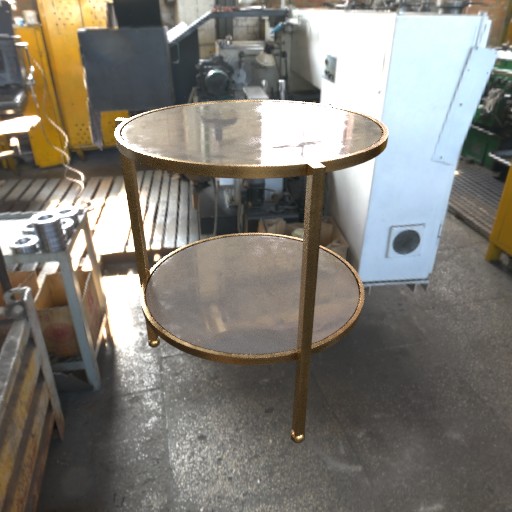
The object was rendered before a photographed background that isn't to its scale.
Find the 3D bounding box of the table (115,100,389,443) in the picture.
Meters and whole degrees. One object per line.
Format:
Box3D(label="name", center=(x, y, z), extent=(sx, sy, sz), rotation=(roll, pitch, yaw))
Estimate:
Box3D(label="table", center=(0.000, 0.000, 0.458), extent=(0.231, 0.269, 0.243), rotation=(22, 36, 34))
